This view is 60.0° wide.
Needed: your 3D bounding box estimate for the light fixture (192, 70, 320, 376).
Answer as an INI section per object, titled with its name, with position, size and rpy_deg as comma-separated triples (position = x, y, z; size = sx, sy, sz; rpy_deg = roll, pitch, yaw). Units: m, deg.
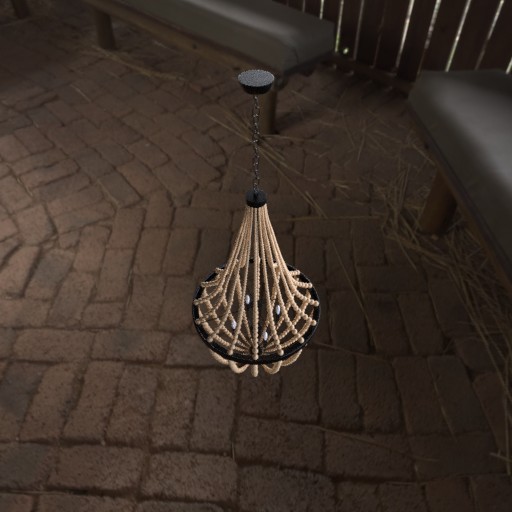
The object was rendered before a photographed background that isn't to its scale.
[light fixture]
position = 0.000, 0.000, 1.377
size = 0.450, 1.133, 0.450
rpy_deg = 0, 47, 0
